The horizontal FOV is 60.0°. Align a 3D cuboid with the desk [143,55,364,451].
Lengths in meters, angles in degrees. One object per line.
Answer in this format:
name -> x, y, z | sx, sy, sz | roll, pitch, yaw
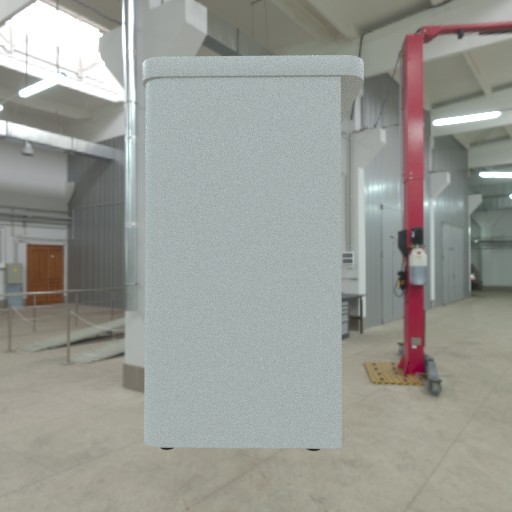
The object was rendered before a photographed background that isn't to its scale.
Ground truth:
desk -> 0.000, 0.000, 1.244 | 0.446, 0.760, 0.790 | 0, -1, 1
